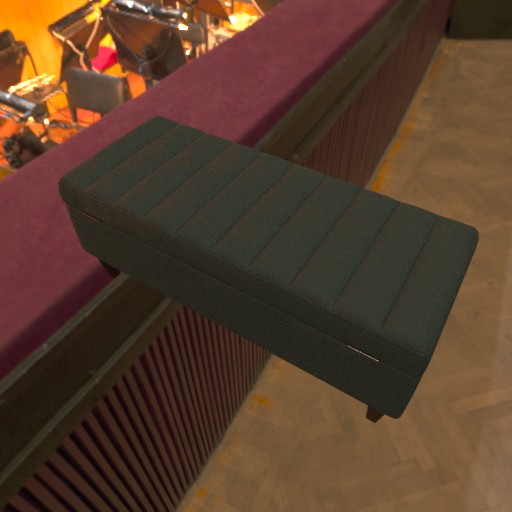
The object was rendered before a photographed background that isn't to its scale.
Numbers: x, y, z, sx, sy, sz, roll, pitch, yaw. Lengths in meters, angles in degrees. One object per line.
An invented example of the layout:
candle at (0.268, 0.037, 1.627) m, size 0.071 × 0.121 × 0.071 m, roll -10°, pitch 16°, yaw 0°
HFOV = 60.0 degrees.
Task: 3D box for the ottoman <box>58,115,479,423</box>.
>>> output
ottoman at (0.000, 0.000, 1.409) m, size 1.151 × 0.469 × 0.482 m, roll 25°, pitch 51°, yaw 22°
